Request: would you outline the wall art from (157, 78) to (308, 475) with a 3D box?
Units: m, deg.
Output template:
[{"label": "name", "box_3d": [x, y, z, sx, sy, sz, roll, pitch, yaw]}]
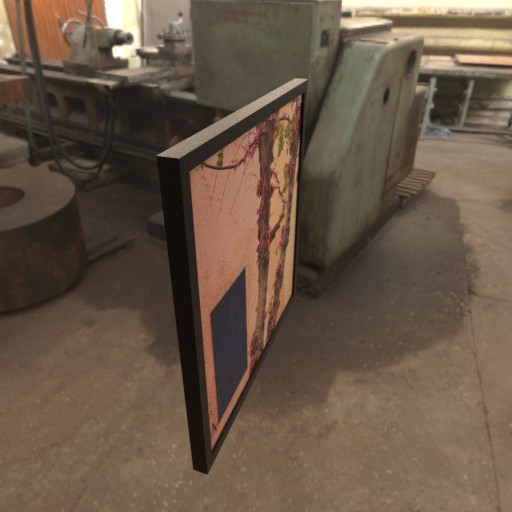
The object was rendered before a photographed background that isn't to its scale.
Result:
[{"label": "wall art", "box_3d": [0.000, 0.000, 1.159, 0.038, 0.762, 0.762, 11, 32, 17]}]
